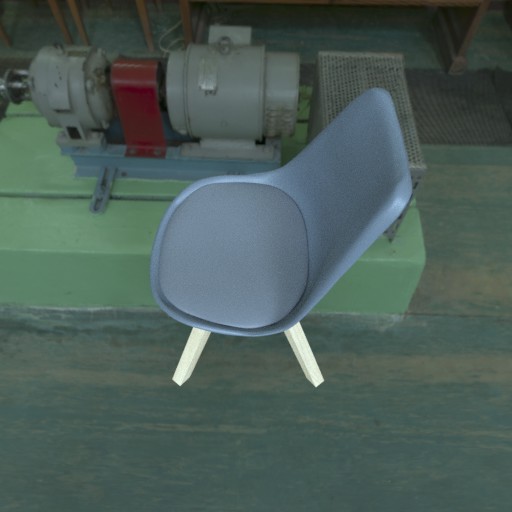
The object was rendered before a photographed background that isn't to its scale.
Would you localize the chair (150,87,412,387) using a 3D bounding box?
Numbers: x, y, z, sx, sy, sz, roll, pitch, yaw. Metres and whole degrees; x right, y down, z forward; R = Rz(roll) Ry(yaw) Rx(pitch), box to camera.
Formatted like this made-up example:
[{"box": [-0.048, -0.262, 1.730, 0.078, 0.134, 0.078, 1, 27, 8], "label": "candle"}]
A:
[{"box": [0.000, 0.000, 1.164, 0.550, 0.850, 0.485, 0, 58, 0], "label": "chair"}]
